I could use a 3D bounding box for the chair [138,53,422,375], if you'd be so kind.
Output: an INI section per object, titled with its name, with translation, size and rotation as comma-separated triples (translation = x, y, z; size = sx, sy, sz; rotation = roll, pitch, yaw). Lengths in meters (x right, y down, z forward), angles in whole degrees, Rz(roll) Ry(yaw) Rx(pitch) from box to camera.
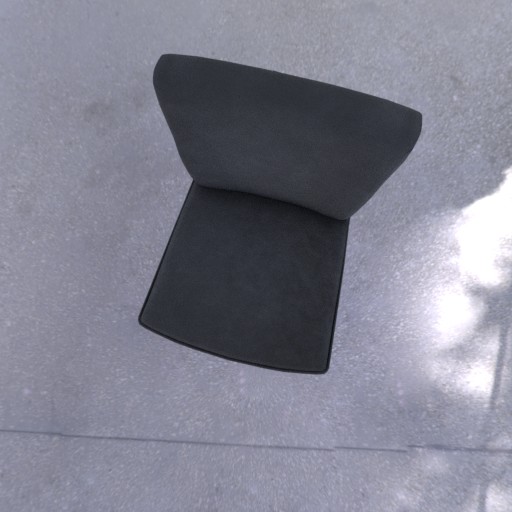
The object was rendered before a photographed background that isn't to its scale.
[chair]
translation = 0.000, 0.000, 1.172
size = 0.521, 0.806, 0.554
rotation = 14, 77, 3
